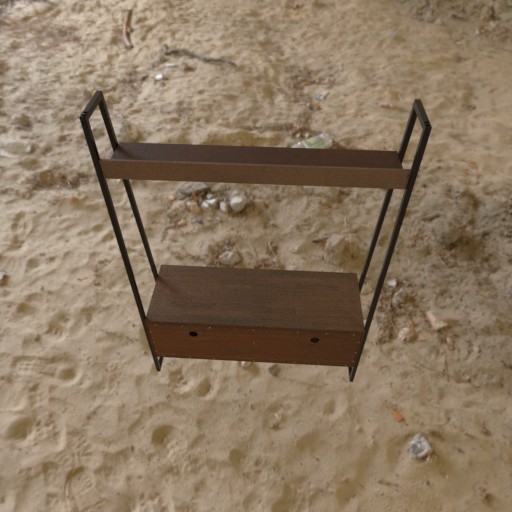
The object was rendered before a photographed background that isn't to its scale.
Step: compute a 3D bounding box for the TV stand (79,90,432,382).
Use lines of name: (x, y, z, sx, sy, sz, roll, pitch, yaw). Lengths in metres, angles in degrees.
TV stand: (0.000, 0.000, 2.336, 1.250, 1.772, 0.432, 2, 45, 2)
